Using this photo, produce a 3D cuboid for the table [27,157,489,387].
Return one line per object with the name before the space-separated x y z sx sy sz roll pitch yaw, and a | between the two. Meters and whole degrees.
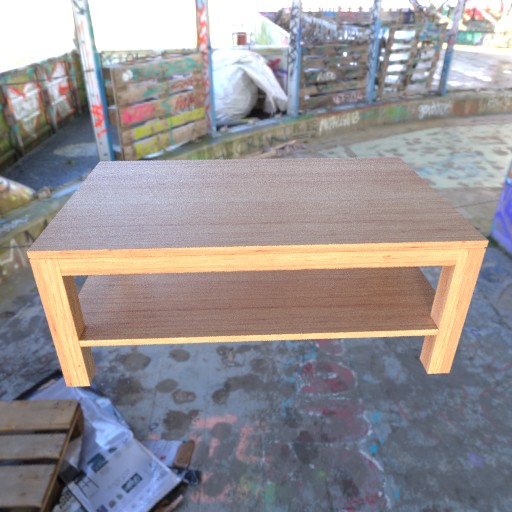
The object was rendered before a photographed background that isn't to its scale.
table | 0.000 0.000 1.511 1.146 0.457 0.695 -1 30 -2
